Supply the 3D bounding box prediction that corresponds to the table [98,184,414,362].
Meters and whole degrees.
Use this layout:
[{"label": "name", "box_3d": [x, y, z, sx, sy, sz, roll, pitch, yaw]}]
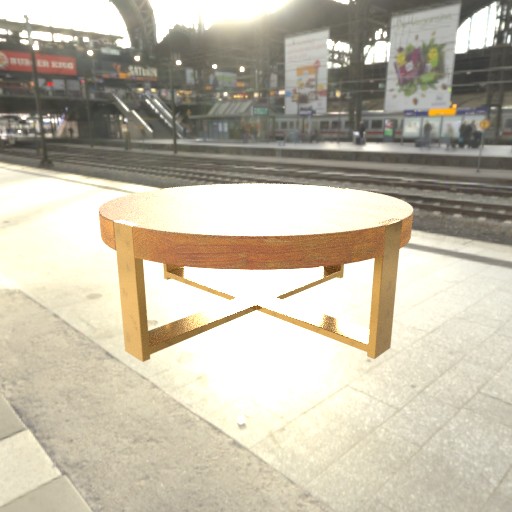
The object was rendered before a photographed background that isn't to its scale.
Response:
[{"label": "table", "box_3d": [0.000, 0.000, 1.699, 1.100, 0.420, 1.100, 0, 16, 0]}]
